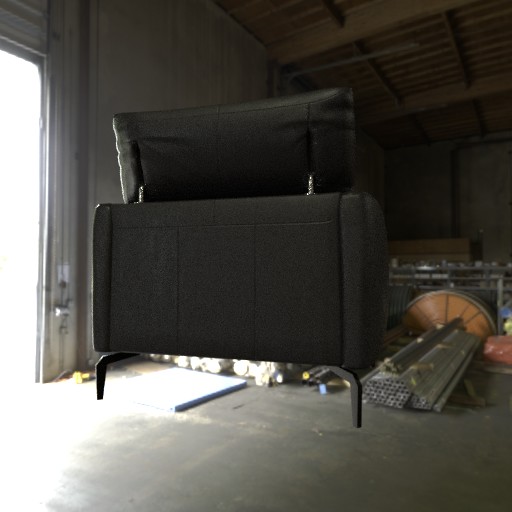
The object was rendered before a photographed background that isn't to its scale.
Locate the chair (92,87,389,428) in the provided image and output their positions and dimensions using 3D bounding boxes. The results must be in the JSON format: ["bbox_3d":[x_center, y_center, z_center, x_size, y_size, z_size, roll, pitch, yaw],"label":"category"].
[{"bbox_3d":[0.000,0.000,1.701,0.976,0.949,0.809,-1,-2,18],"label":"chair"}]
